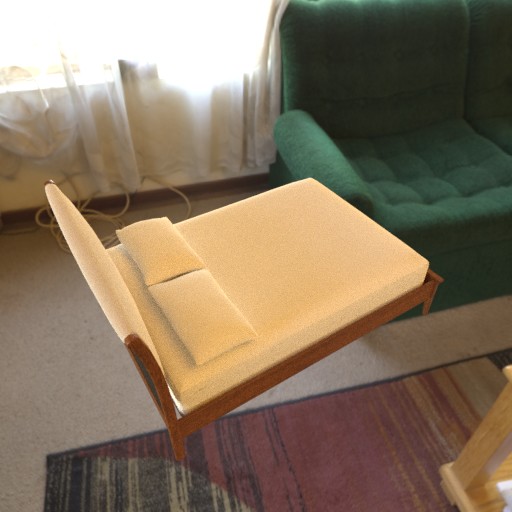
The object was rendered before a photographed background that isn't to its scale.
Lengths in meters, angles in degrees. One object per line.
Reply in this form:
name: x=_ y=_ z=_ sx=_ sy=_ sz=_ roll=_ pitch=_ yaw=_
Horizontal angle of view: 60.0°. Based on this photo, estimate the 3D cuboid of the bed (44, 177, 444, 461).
bed: x=0.000 y=0.000 z=3.285 sx=2.380 sy=1.250 sz=1.612 roll=-23 pitch=46 yaw=-24
